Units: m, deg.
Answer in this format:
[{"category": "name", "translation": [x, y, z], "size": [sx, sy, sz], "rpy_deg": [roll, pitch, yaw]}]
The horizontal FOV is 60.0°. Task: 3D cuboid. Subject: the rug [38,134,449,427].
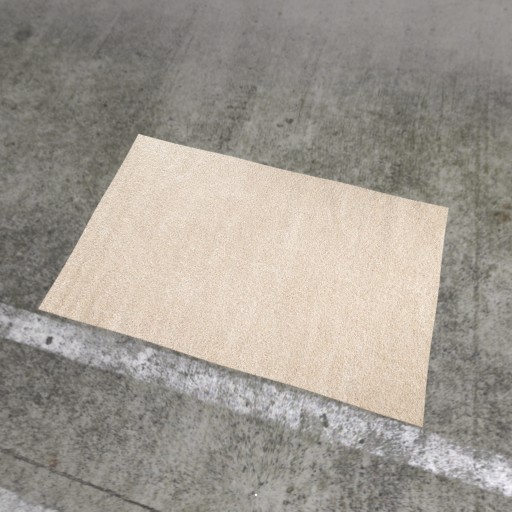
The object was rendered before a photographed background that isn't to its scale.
[{"category": "rug", "translation": [0.000, 0.000, 2.914], "size": [2.346, 0.025, 1.500], "rpy_deg": [15, 63, 8]}]
